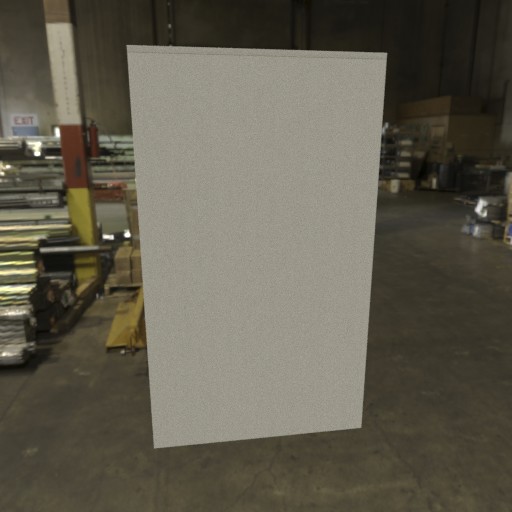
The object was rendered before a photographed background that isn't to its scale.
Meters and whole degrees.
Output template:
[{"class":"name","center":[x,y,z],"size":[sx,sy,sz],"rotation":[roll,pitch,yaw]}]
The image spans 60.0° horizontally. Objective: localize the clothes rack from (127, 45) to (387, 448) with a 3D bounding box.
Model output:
[{"class":"clothes rack","center":[0.000,0.000,1.542],"size":[0.750,1.280,0.250],"rotation":[-2,15,-8]}]
